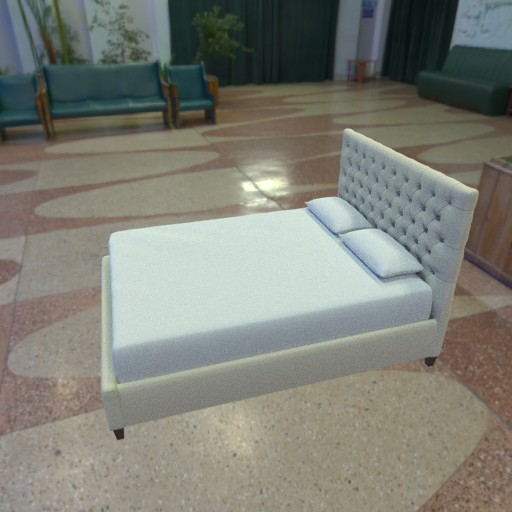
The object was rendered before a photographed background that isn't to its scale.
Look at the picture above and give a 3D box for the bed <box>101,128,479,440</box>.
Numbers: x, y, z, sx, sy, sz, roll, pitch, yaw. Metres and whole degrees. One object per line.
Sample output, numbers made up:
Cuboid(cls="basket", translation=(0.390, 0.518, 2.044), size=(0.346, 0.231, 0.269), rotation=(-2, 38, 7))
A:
Cuboid(cls="bed", translation=(0.000, 0.000, 3.425), size=(2.387, 1.427, 1.698), rotation=(-8, 30, -15))
